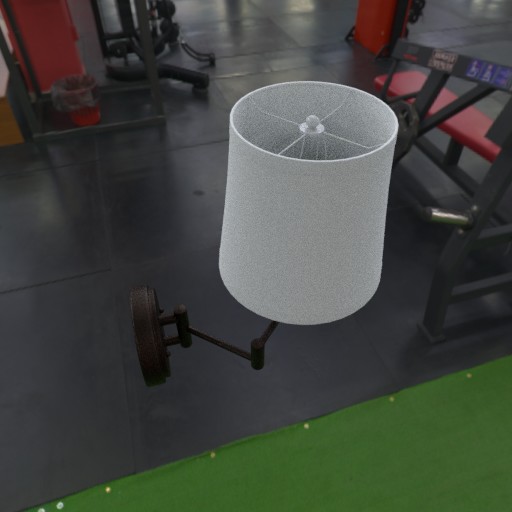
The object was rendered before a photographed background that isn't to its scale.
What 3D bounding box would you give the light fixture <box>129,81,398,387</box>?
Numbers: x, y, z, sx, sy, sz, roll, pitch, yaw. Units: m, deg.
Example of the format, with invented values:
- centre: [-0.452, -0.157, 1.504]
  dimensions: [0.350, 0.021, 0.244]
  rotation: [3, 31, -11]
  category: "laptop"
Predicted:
- centre: [0.000, 0.000, 0.265]
  dimensions: [0.157, 0.172, 0.100]
  rotation: [-11, 46, -11]
  category: "light fixture"
